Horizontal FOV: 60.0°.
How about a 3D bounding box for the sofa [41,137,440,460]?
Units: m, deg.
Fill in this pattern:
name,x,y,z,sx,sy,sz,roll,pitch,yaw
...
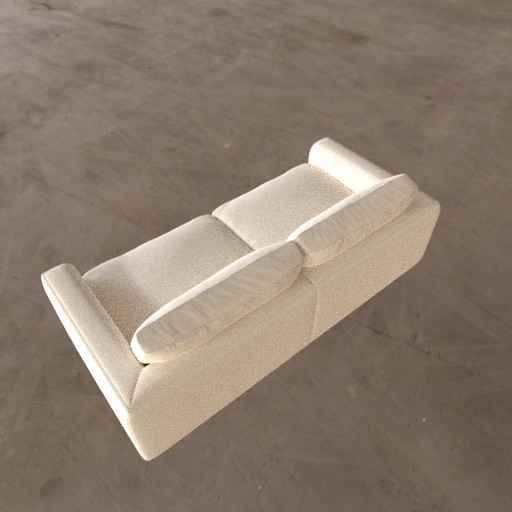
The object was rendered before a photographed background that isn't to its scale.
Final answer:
name,x,y,z,sx,sy,sz,roll,pitch,yaw
sofa,0.000,0.000,2.742,2.262,0.801,1.070,-30,54,-26
